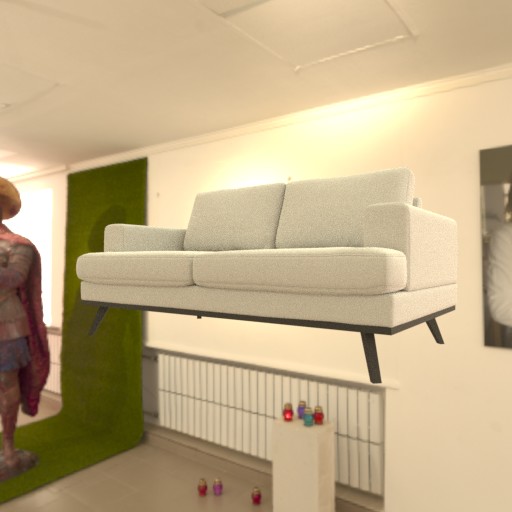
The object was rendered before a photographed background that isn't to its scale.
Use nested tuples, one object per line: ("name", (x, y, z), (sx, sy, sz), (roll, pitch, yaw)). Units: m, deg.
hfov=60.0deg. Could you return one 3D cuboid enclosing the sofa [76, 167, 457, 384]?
("sofa", (0.000, 0.000, 2.164), (1.650, 0.810, 0.920), (0, -1, 36))
